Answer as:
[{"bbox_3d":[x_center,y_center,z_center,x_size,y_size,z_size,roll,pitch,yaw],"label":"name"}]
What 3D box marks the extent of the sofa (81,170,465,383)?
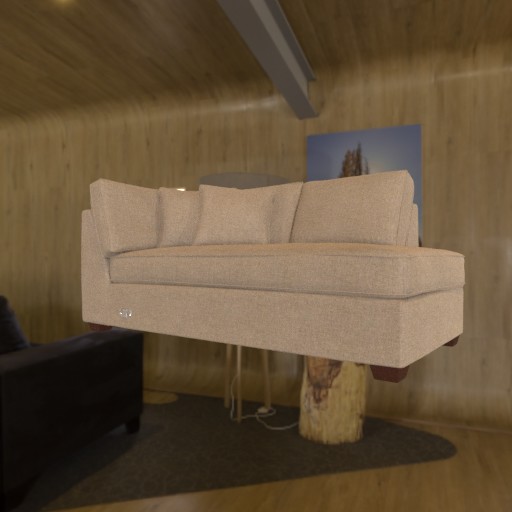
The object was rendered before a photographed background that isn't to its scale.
[{"bbox_3d":[0.000,0.000,2.784,2.238,1.019,1.110,0,0,36],"label":"sofa"}]
